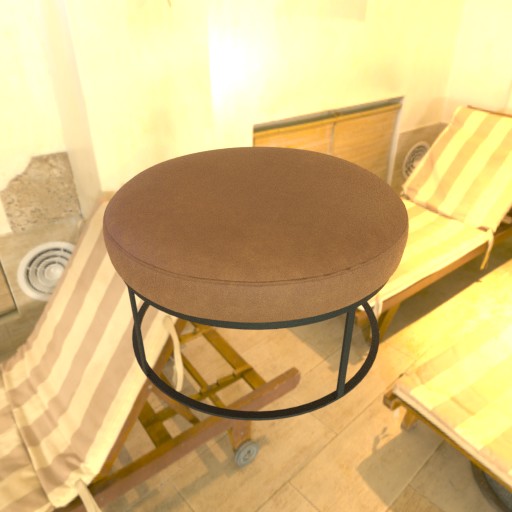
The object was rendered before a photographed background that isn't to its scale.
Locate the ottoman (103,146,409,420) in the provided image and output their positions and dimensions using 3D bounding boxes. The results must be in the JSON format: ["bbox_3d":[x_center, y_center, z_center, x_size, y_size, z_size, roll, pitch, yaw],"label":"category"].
[{"bbox_3d":[0.000,0.000,1.238,0.771,0.460,0.771,0,32,0],"label":"ottoman"}]
